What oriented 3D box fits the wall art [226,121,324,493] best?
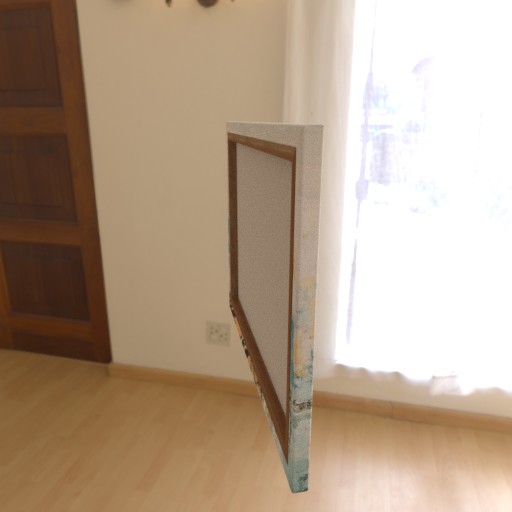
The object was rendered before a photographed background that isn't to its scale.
[{"bbox_3d":[0.000,0.000,1.319,0.038,0.762,1.016,-3,17,-10],"label":"wall art"}]
